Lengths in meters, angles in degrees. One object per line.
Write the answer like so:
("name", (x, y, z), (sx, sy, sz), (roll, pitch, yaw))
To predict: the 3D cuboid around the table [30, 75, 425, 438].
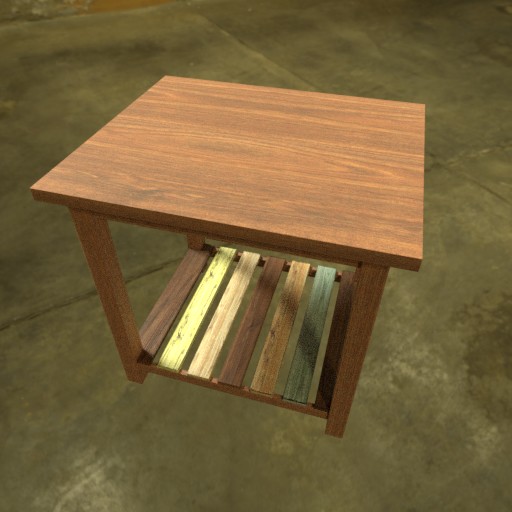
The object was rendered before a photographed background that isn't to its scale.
("table", (0.000, 0.000, 1.116), (0.660, 0.635, 0.559), (11, 43, 12))
